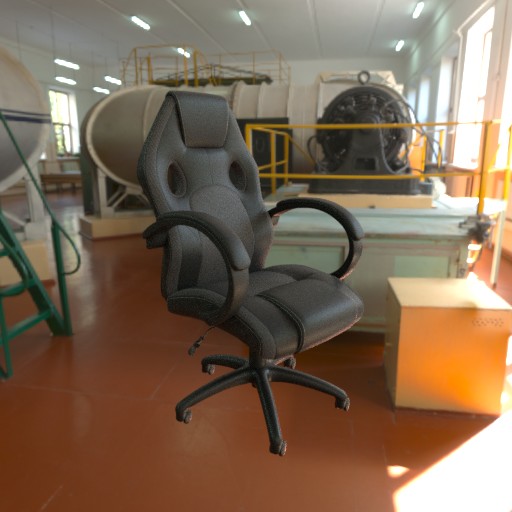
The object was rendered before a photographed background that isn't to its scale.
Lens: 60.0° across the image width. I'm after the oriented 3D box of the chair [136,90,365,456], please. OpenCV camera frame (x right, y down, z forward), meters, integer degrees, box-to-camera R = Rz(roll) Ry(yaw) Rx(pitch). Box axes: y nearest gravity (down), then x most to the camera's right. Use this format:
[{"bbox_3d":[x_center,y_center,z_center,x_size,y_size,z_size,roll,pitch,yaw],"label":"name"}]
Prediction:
[{"bbox_3d":[0.000,0.000,1.625,0.724,1.187,0.673,13,19,43],"label":"chair"}]
